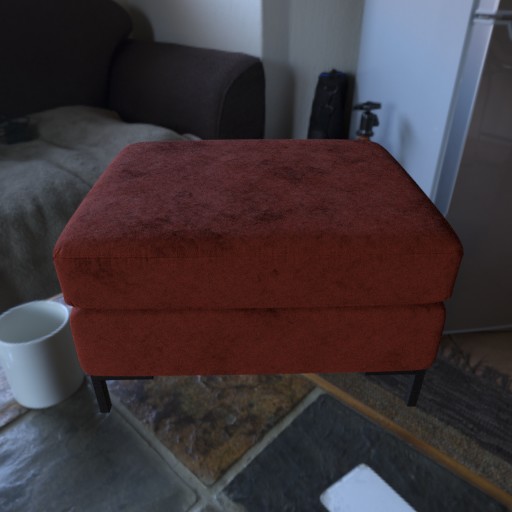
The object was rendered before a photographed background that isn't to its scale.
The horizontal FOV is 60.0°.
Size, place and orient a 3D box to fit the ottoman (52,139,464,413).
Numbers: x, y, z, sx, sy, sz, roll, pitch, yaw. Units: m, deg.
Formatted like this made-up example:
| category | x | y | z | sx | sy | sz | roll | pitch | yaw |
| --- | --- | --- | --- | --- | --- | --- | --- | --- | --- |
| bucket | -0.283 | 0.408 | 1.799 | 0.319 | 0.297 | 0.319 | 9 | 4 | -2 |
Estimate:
| category | x | y | z | sx | sy | sz | roll | pitch | yaw |
| --- | --- | --- | --- | --- | --- | --- | --- | --- | --- |
| ottoman | 0.000 | 0.000 | 1.166 | 0.782 | 0.462 | 0.650 | -1 | 32 | -1 |
